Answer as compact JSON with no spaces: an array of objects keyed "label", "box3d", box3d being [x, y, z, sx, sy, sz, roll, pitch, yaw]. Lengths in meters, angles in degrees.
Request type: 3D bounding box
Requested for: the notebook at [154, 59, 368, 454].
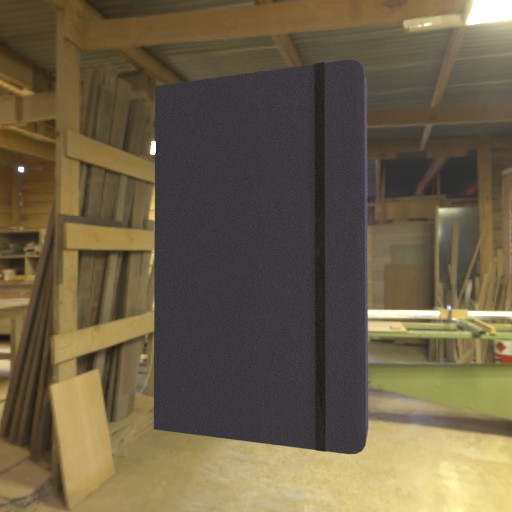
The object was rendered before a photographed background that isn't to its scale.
[{"label":"notebook","box3d":[0.000,0.000,0.261,0.127,0.213,0.016,0,-1,18]}]
